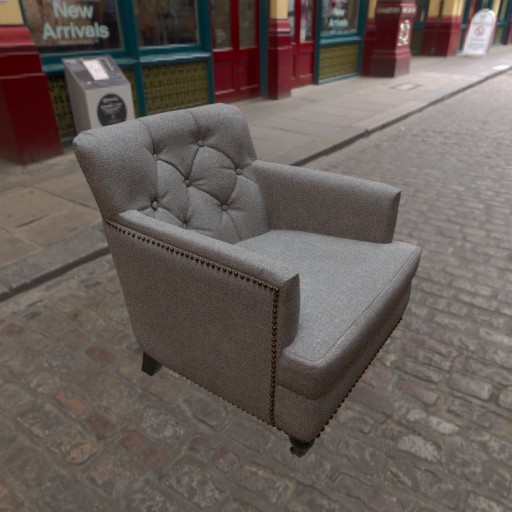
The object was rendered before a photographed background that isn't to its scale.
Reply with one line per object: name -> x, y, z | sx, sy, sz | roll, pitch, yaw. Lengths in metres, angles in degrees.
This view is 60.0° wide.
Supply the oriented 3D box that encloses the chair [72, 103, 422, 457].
chair -> 0.000, 0.000, 1.457 | 0.902, 0.823, 0.737 | 18, 33, 31
